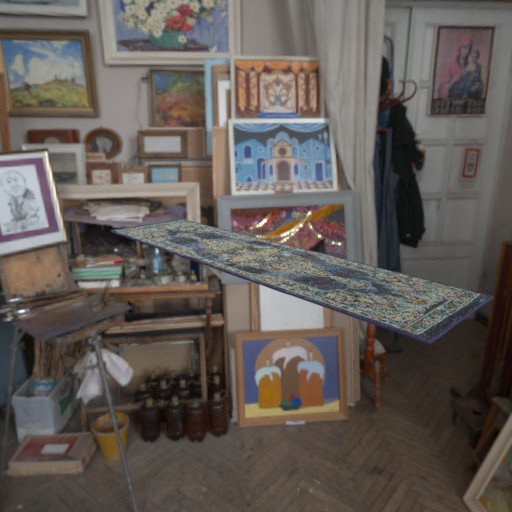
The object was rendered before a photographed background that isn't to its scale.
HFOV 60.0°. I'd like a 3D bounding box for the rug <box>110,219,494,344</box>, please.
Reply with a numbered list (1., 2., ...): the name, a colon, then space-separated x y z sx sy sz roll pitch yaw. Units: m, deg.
1. rug: 0.000 0.000 2.455 0.602 0.016 2.283 -15 22 -42
